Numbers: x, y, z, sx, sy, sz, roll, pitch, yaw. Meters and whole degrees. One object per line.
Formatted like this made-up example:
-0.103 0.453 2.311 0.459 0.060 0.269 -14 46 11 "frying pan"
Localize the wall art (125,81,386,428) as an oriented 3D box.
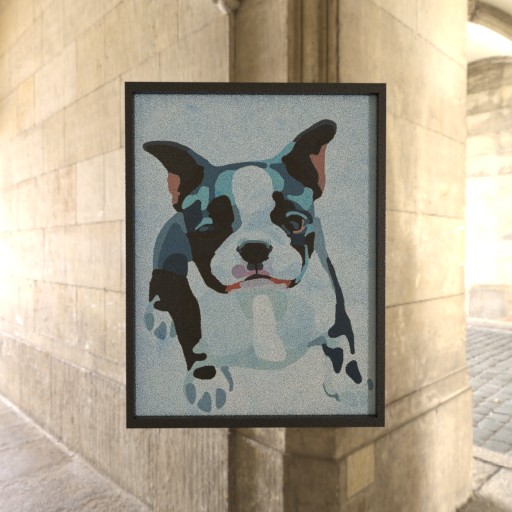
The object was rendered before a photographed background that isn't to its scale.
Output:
0.000 0.000 1.331 0.774 1.027 0.030 0 1 -1 "wall art"
